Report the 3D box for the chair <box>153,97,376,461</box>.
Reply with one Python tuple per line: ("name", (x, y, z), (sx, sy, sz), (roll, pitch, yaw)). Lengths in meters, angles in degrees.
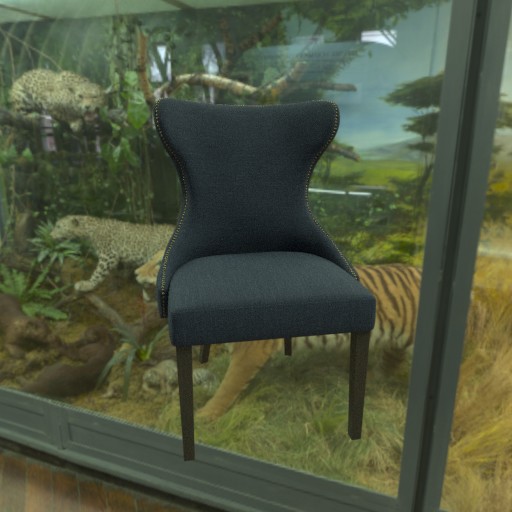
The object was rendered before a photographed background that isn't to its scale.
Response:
("chair", (0.000, 0.000, 1.408), (0.628, 0.967, 0.635), (-3, 16, -10))
